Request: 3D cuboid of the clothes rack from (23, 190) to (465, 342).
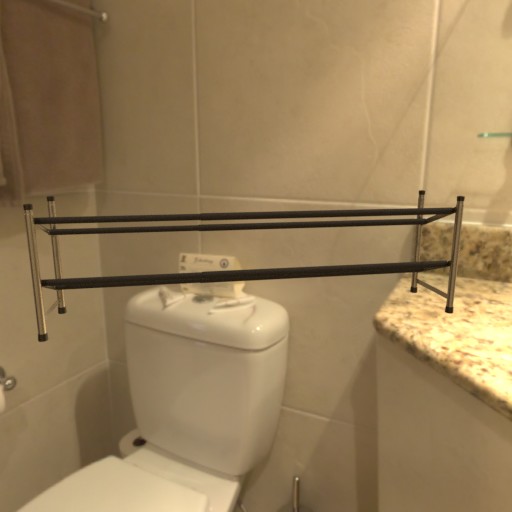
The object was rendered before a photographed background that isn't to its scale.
[{"bbox_3d":[0.000,0.000,1.294,1.168,0.349,0.229,-2,13,-10],"label":"clothes rack"}]
